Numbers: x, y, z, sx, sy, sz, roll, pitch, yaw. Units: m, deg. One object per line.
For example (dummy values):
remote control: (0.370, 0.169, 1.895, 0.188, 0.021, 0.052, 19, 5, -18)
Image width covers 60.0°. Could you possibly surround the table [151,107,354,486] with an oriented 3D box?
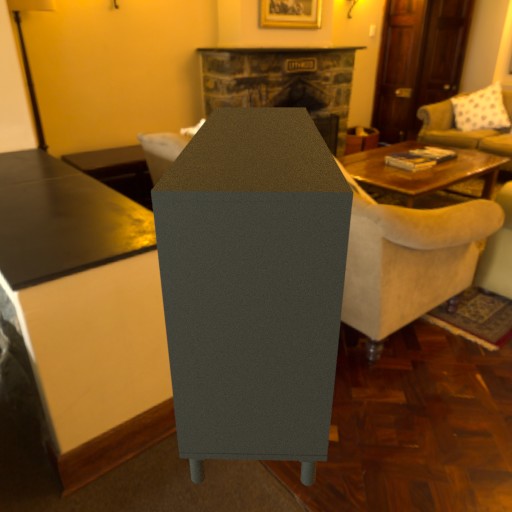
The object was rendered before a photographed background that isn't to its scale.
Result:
table: (0.000, 0.000, 1.575, 0.400, 0.855, 1.200, 1, 26, 1)
